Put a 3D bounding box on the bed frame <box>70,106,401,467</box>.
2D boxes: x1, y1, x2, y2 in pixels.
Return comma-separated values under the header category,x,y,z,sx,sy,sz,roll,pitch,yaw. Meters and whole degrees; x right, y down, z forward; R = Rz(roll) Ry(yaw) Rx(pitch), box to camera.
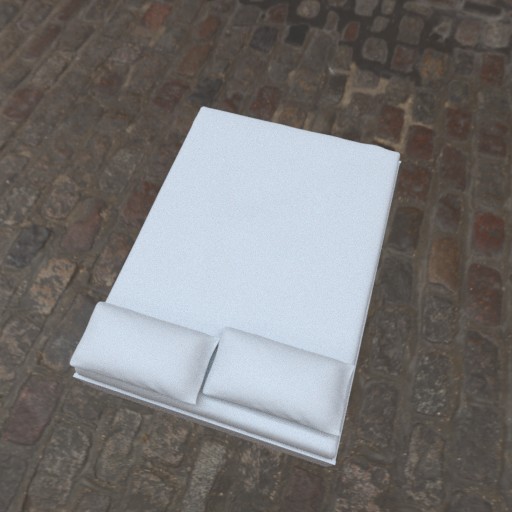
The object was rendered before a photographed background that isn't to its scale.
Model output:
category,x,y,z,sx,sy,sz,roll,pitch,yaw
bed frame,0.000,0.000,2.676,1.450,0.629,1.950,16,64,8
